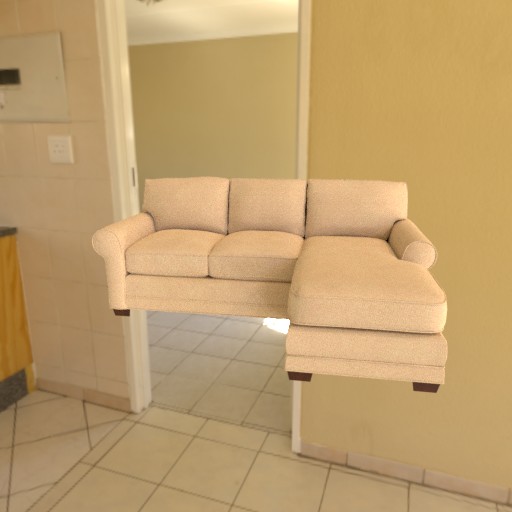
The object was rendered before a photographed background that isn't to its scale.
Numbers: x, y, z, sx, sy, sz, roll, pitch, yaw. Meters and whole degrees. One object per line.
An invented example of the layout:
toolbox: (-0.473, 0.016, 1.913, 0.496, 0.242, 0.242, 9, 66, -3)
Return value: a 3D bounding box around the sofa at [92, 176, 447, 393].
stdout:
sofa: (0.000, 0.000, 2.323, 1.770, 0.734, 1.226, 3, 15, 9)
